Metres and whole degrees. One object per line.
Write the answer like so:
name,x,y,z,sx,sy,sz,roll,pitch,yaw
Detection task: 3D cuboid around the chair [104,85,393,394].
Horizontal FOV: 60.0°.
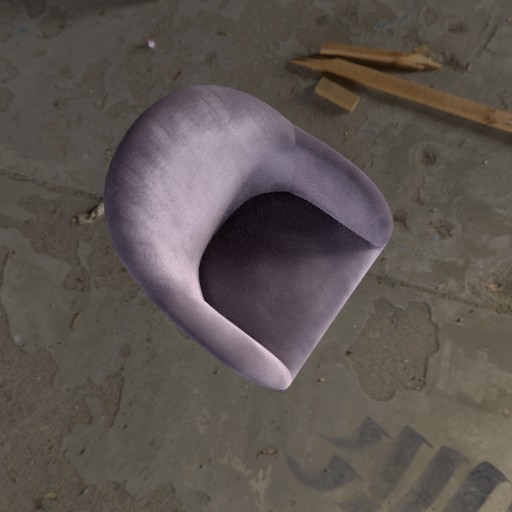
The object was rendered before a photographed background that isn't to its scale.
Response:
chair,0.000,0.000,1.199,0.590,0.795,0.550,35,77,9
